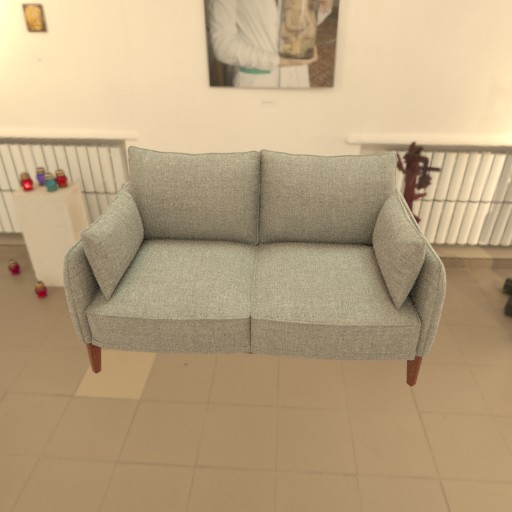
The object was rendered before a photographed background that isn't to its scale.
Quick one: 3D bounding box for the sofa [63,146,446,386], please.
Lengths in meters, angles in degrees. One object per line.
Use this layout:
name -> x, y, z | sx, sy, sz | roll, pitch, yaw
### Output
sofa -> 0.000, 0.000, 2.172 | 1.580, 0.851, 0.972 | 2, 31, 3
